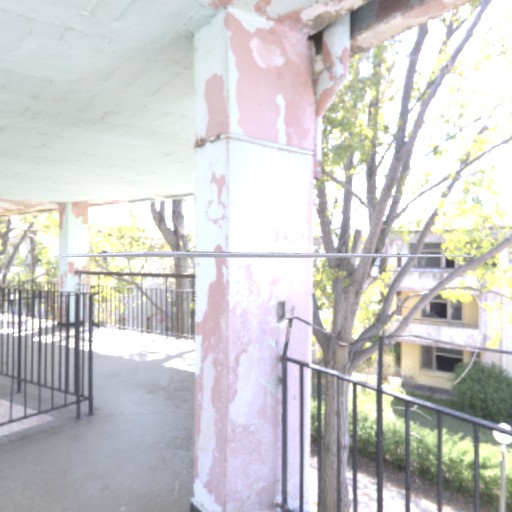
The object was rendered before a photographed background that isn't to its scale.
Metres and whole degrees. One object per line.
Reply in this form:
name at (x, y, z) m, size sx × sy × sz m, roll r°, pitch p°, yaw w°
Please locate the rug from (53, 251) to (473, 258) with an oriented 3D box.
rug at (0.000, 0.000, 4.060) m, size 3.040 × 0.014 × 2.423 m, roll 0°, pitch -1°, yaw -35°
